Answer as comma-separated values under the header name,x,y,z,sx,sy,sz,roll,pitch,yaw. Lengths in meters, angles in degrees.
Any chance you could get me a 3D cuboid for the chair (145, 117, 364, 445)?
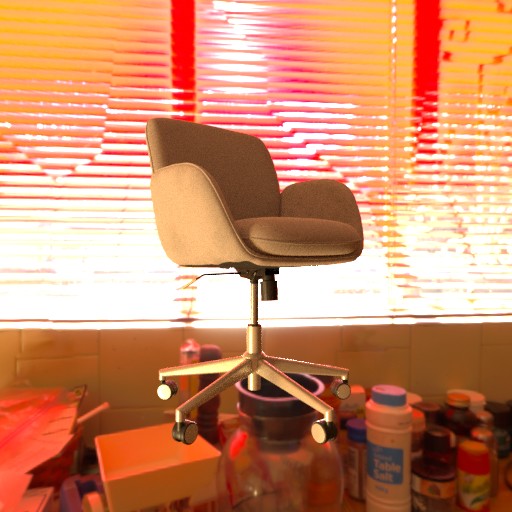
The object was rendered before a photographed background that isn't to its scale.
name,x,y,z,sx,sy,sz,roll,pitch,yaw
chair,0.000,0.000,1.383,0.648,0.959,0.654,-1,1,-37
